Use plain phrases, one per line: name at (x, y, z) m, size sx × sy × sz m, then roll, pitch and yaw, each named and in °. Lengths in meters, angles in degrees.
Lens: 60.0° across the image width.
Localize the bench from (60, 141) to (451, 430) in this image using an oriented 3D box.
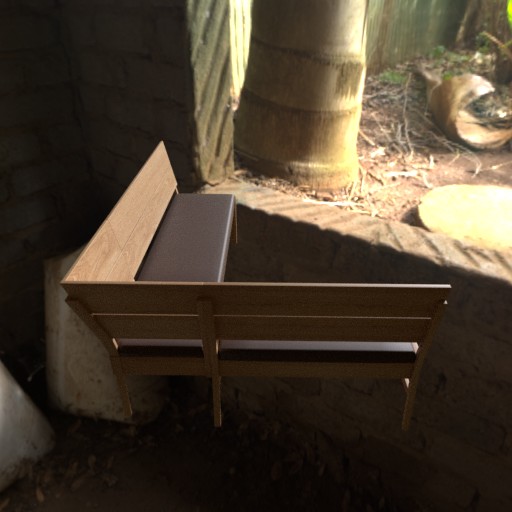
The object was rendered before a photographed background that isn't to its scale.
bench at (0.000, 0.000, 2.802) m, size 1.549 × 0.890 × 1.975 m, roll 0°, pitch 31°, yaw 0°
